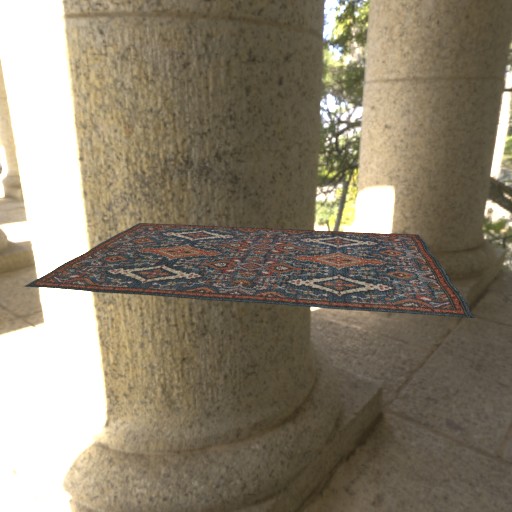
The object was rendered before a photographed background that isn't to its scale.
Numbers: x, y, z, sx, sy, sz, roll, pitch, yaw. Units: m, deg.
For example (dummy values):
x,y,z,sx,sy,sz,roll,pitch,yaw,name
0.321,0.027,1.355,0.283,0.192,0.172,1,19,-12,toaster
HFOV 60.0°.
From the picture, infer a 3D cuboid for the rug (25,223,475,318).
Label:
x,y,z,sx,sy,sz,roll,pitch,yaw,name
0.000,0.000,4.239,3.371,0.008,2.190,3,18,9,rug
